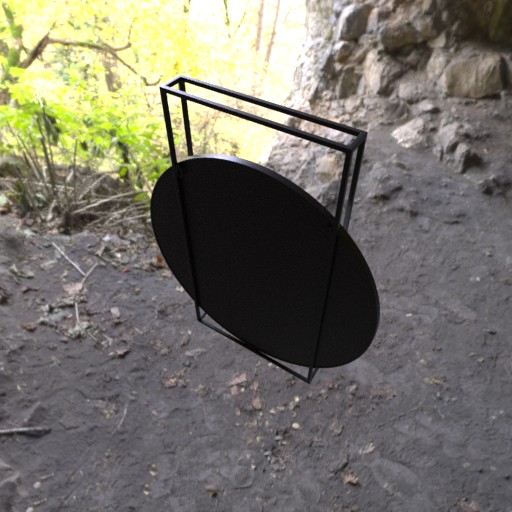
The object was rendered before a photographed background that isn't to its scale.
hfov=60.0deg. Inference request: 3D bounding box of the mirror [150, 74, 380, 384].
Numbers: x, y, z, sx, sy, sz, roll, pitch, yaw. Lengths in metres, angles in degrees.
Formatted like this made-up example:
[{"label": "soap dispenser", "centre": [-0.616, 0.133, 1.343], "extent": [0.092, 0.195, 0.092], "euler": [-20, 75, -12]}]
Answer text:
[{"label": "mirror", "centre": [0.000, 0.000, 0.839], "extent": [0.508, 0.603, 0.051], "euler": [25, 51, 22]}]
